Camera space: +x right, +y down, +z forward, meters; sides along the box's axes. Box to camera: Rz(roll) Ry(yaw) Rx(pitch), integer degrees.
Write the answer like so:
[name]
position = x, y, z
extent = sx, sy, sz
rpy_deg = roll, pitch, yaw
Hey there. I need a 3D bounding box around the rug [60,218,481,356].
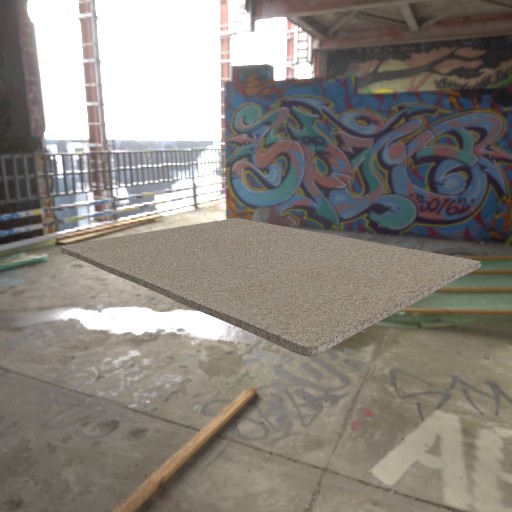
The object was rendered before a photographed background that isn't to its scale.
[rug]
position = 0.000, 0.000, 2.075
extent = 1.200, 0.027, 1.600
rpy_deg = -14, 20, -43
